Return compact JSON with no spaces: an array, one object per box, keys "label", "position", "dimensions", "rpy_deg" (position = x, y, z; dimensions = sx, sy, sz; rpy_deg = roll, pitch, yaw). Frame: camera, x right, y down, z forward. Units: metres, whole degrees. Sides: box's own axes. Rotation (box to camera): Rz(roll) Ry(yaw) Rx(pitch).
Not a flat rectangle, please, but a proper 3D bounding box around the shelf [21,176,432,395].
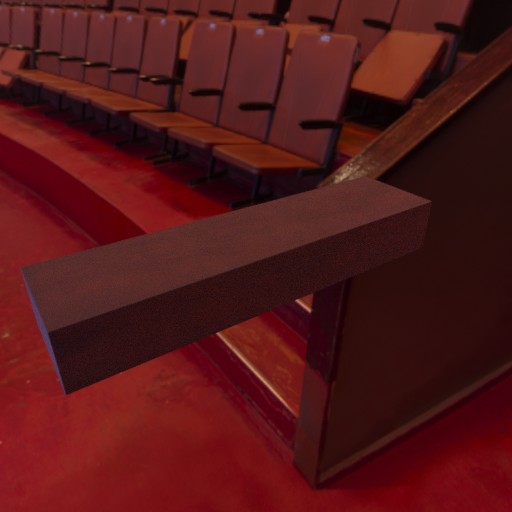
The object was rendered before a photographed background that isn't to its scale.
[{"label":"shelf","position":[0.000,0.000,0.667],"dimensions":[0.607,0.088,0.152],"rpy_deg":[-18,34,-29]}]
